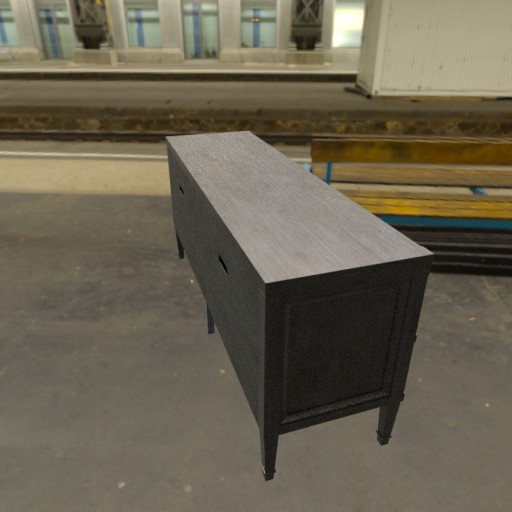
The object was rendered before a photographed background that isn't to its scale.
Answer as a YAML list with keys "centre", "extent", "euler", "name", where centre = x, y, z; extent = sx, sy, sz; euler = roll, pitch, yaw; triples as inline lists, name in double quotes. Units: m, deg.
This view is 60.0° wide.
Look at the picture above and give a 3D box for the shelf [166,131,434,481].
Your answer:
- centre: [0.000, 0.000, 1.910]
  extent: [0.479, 0.719, 1.575]
  euler: [-9, 29, -16]
  name: "shelf"
